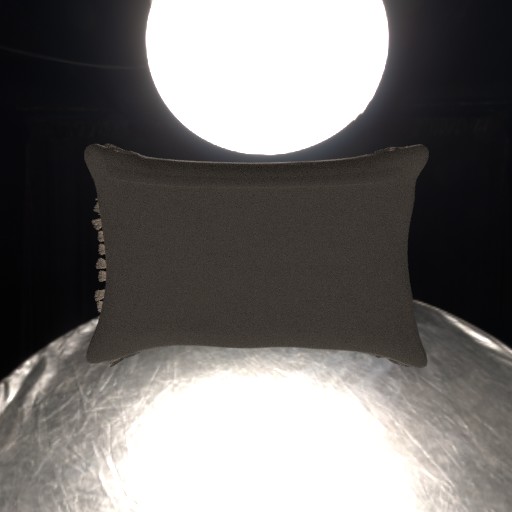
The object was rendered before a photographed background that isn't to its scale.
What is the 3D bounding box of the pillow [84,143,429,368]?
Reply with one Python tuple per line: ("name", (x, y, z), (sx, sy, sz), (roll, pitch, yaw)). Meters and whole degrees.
("pillow", (0.000, 0.000, 0.600), (0.466, 0.305, 0.084), (0, 0, 0))
